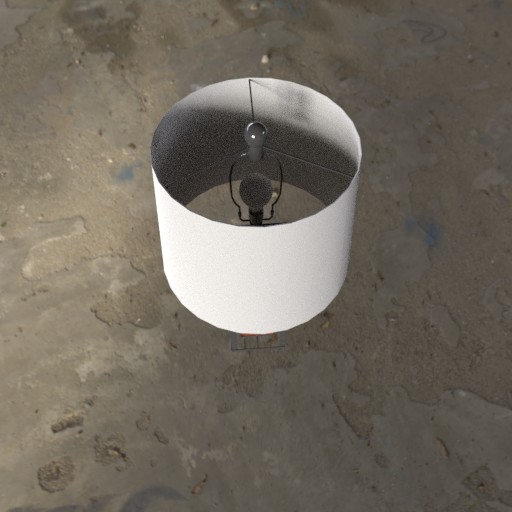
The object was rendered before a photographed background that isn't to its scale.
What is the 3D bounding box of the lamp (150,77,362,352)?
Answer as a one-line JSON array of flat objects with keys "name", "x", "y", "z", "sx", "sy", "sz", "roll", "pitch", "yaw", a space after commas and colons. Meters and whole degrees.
[{"name": "lamp", "x": 0.000, "y": 0.000, "z": 0.788, "sx": 0.320, "sy": 0.591, "sz": 0.320, "roll": 0, "pitch": 57, "yaw": 0}]
